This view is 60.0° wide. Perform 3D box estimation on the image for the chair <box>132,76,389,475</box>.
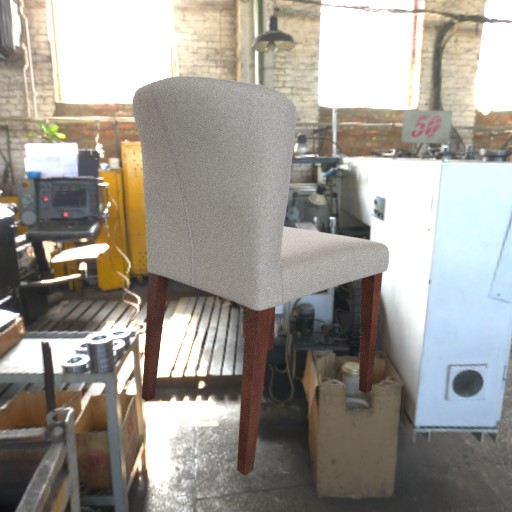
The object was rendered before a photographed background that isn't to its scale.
[{"bbox_3d":[0.000,0.000,1.198,0.592,0.839,0.491,-12,18,-42],"label":"chair"}]
